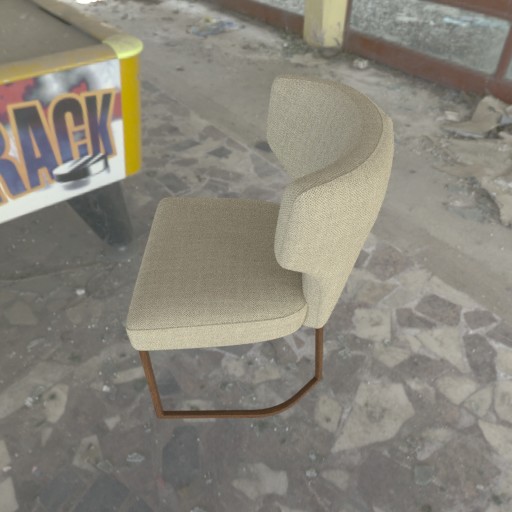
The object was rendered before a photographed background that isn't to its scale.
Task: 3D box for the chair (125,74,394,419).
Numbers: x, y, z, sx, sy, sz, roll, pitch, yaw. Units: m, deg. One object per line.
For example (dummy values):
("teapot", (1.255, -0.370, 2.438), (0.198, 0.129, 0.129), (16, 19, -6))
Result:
("chair", (0.000, 0.000, 1.237), (0.617, 0.824, 0.611), (0, 41, -1))
